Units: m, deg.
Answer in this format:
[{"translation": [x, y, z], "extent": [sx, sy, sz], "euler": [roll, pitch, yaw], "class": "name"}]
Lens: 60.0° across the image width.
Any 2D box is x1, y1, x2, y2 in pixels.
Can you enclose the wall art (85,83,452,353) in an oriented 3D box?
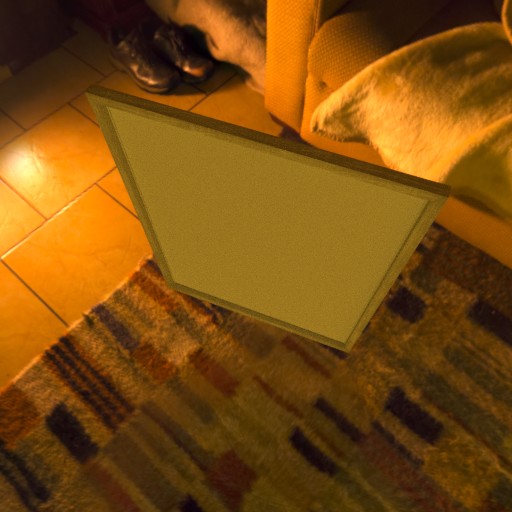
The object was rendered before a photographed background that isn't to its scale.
[{"translation": [0.000, 0.000, 1.346], "extent": [0.781, 1.022, 0.035], "euler": [18, 63, 10], "class": "wall art"}]
